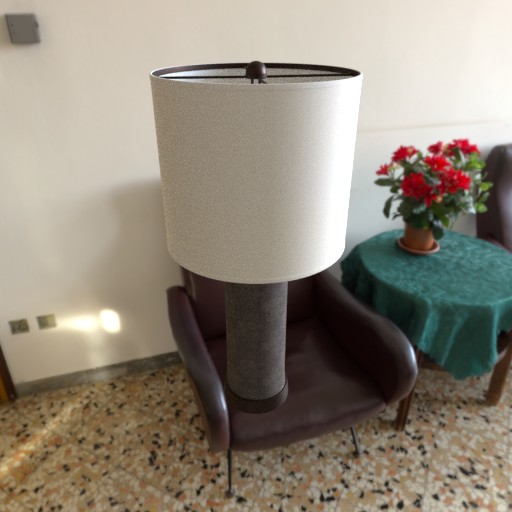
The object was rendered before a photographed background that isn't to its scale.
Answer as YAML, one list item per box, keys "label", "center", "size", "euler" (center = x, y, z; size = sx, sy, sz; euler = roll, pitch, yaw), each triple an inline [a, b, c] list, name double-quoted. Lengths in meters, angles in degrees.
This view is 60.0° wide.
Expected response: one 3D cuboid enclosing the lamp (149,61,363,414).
- label: "lamp"
  center: [0.000, 0.000, 0.779]
  size: [0.301, 0.630, 0.301]
  euler: [19, 33, 32]
